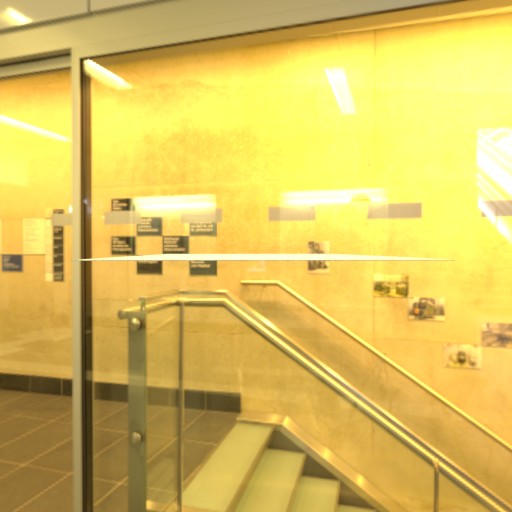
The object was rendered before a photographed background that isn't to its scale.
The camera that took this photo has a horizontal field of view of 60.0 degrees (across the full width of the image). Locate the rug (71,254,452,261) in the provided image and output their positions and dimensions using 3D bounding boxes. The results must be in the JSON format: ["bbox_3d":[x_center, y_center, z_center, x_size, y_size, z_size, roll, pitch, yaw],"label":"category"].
[{"bbox_3d":[0.000,0.000,2.299,1.206,0.003,1.835,0,1,-2],"label":"rug"}]
